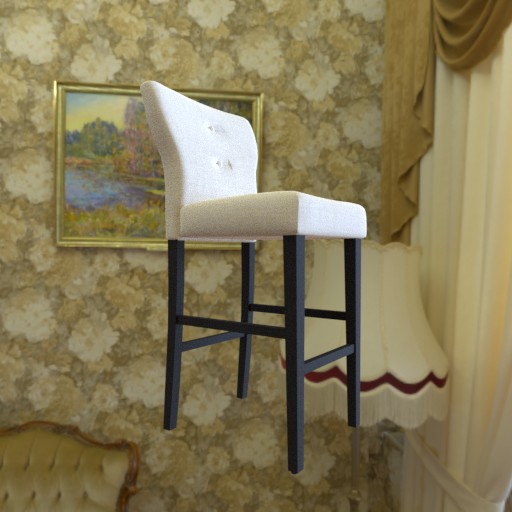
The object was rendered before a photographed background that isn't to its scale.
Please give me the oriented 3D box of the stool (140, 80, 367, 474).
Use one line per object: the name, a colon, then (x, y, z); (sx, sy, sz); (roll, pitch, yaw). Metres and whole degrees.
stool: (0.000, 0.000, 1.463); (0.603, 1.124, 0.516); (0, 1, 36)
